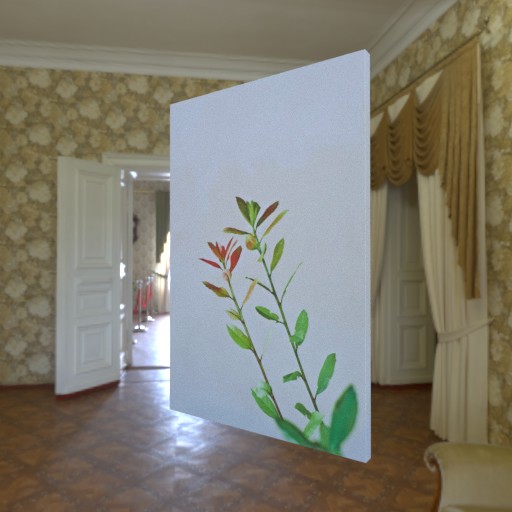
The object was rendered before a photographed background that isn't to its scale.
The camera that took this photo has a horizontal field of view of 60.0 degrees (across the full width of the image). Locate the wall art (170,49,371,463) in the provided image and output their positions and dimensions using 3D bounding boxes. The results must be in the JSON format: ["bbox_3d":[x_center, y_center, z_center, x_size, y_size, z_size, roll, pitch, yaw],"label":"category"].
[{"bbox_3d":[0.000,0.000,1.458,0.764,1.143,0.038,0,-1,35],"label":"wall art"}]
